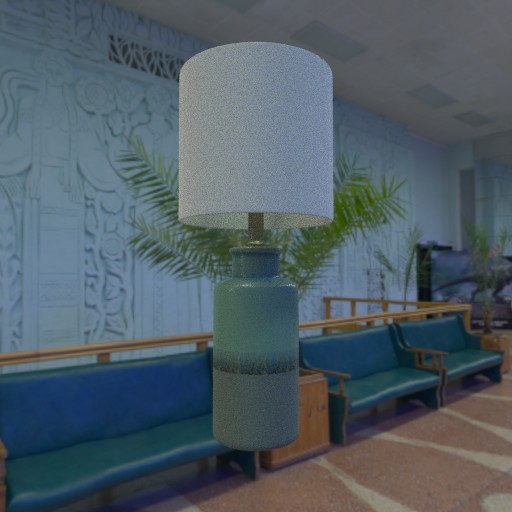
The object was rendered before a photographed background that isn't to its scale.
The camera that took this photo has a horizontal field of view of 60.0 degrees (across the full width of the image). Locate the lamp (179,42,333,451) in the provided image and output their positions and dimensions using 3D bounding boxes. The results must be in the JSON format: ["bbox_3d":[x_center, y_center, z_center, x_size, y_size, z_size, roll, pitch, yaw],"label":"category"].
[{"bbox_3d":[0.000,0.000,0.614,0.212,0.493,0.212,2,-2,-37],"label":"lamp"}]
